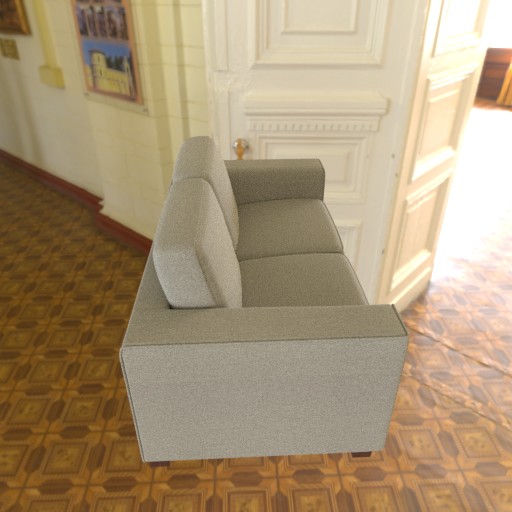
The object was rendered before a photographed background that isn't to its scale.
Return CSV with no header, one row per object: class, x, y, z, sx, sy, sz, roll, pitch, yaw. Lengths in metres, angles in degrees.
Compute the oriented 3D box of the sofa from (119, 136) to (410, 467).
sofa,0.000,0.000,2.359,1.007,0.924,1.812,-2,32,-2
